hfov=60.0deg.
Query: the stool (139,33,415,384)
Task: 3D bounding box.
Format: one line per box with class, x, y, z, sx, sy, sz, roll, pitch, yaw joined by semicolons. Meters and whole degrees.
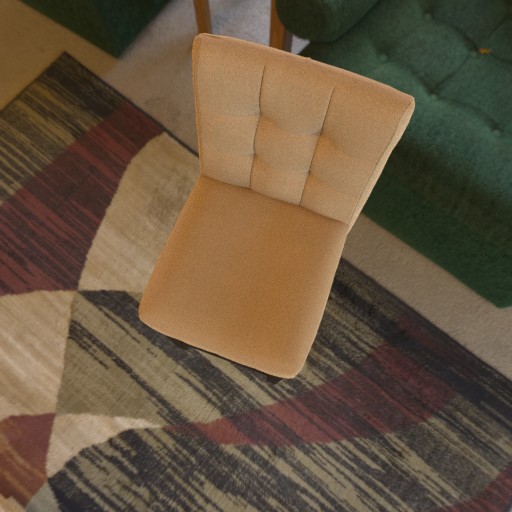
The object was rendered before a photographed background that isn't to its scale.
stool;0.000;0.000;1.156;0.427;0.885;0.571;19;75;5
